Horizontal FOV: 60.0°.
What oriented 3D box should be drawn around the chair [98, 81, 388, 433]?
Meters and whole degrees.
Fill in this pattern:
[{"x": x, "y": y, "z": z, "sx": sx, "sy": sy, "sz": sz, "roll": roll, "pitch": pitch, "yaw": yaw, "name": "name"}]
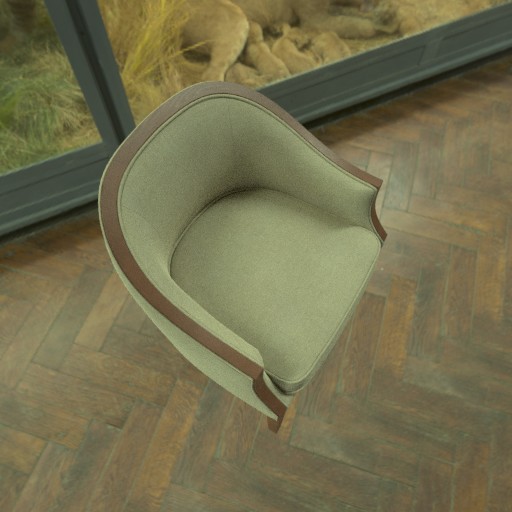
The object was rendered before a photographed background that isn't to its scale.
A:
[{"x": 0.000, "y": 0.000, "z": 1.502, "sx": 0.735, "sy": 0.876, "sz": 0.803, "roll": 29, "pitch": 64, "yaw": 16, "name": "chair"}]
